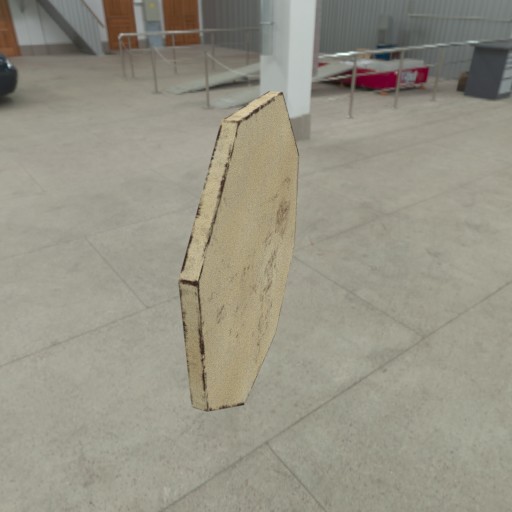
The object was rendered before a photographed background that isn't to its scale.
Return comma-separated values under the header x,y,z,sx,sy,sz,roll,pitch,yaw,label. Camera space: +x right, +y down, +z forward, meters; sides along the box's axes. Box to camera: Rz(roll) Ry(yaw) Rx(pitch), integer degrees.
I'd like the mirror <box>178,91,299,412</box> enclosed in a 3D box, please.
x,y,z,sx,sy,sz,roll,pitch,yaw,label
0.000,0.000,0.979,0.031,0.648,0.648,9,32,15,mirror
